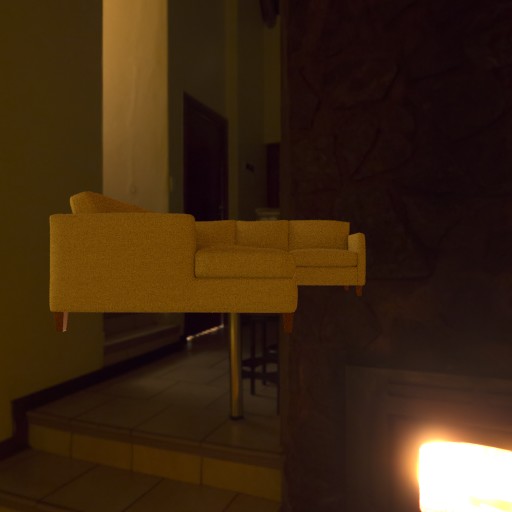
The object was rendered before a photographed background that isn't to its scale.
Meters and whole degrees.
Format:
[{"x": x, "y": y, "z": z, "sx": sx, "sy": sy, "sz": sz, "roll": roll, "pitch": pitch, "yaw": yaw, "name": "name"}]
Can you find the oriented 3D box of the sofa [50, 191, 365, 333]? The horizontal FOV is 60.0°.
[{"x": 0.000, "y": 0.000, "z": 4.485, "sx": 2.594, "sy": 0.961, "sz": 3.460, "roll": 0, "pitch": 0, "yaw": 2, "name": "sofa"}]
